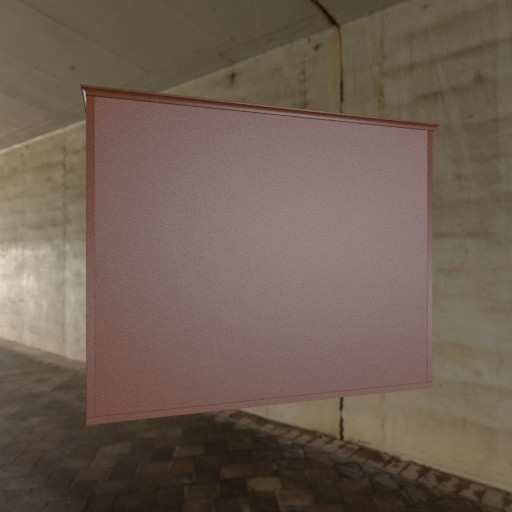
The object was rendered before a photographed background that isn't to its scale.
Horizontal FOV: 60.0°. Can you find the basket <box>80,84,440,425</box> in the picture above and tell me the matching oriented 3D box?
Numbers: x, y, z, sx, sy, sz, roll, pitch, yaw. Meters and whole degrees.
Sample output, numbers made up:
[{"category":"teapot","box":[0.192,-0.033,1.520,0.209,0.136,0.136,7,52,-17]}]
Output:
[{"category":"basket","box":[0.000,0.000,1.106,0.792,0.625,0.376,0,0,-18]}]
